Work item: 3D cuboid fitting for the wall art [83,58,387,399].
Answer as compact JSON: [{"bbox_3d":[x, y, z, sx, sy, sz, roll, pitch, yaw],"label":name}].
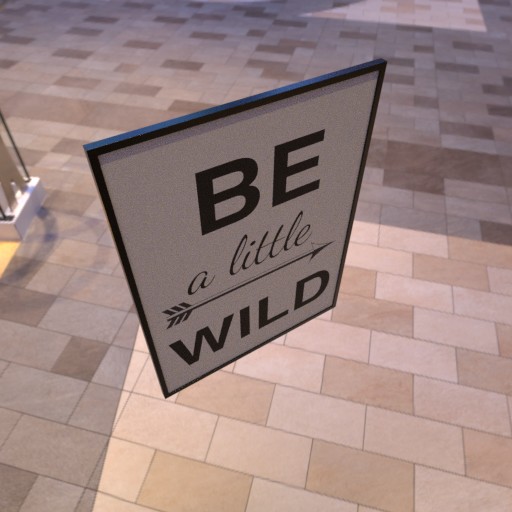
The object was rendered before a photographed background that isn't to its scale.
[{"bbox_3d":[0.000,0.000,0.775,0.442,0.582,0.013,-24,51,-22],"label":"wall art"}]
